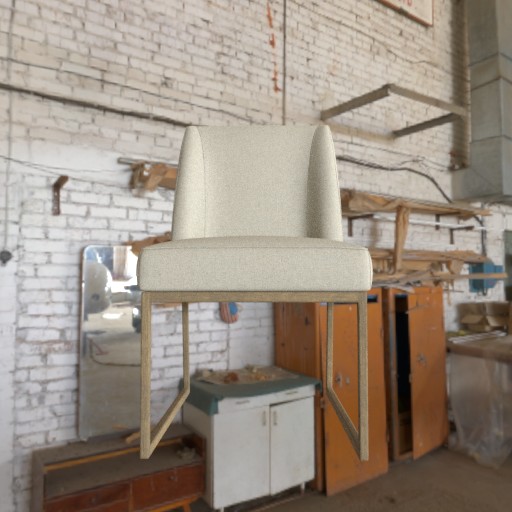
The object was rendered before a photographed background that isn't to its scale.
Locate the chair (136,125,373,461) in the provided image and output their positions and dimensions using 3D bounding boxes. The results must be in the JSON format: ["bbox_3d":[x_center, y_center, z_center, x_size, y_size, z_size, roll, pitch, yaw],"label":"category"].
[{"bbox_3d":[0.000,0.000,1.181,0.508,0.863,0.522,0,-2,1],"label":"chair"}]
